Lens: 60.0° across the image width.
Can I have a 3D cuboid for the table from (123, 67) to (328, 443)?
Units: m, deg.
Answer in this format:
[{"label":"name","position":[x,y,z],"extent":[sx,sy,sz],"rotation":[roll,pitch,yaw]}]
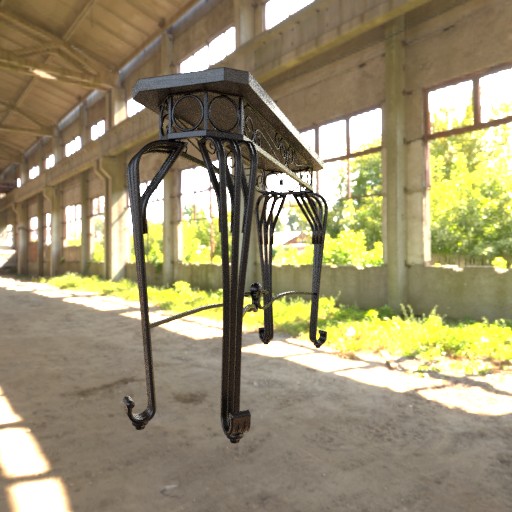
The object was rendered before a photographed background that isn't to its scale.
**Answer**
[{"label":"table","position":[0.000,0.000,1.479],"extent":[0.329,0.800,1.112],"rotation":[0,0,18]}]
